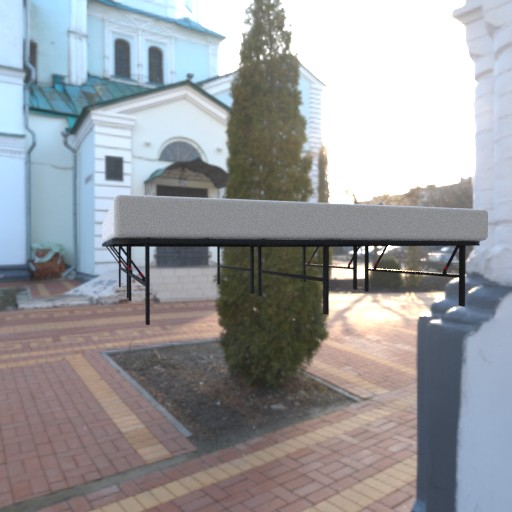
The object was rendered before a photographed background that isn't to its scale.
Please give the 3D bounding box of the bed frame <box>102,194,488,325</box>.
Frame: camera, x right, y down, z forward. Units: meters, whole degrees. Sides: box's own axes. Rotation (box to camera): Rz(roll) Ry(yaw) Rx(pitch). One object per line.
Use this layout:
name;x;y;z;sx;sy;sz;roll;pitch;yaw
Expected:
bed frame;0.000;0.000;3.005;1.935;0.525;2.033;0;1;-20
